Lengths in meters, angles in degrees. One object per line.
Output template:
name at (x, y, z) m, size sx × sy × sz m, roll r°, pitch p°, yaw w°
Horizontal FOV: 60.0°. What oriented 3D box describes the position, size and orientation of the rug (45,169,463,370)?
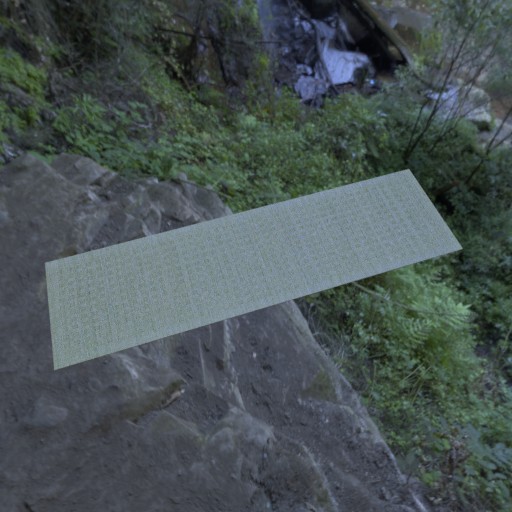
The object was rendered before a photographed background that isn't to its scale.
rug at (0.000, 0.000, 2.684) m, size 2.437 × 0.006 × 0.686 m, roll -15°, pitch 60°, yaw -9°
